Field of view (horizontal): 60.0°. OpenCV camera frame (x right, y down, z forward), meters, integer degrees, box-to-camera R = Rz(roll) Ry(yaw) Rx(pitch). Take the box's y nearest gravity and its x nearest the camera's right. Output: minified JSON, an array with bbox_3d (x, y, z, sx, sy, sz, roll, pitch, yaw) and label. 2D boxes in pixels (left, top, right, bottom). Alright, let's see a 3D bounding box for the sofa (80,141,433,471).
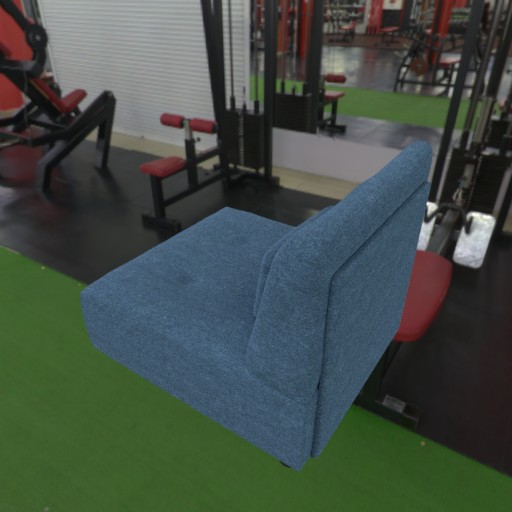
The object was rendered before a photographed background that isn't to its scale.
[{"bbox_3d":[0.000,0.000,1.698,1.000,0.820,0.930,20,36,29],"label":"sofa"}]
